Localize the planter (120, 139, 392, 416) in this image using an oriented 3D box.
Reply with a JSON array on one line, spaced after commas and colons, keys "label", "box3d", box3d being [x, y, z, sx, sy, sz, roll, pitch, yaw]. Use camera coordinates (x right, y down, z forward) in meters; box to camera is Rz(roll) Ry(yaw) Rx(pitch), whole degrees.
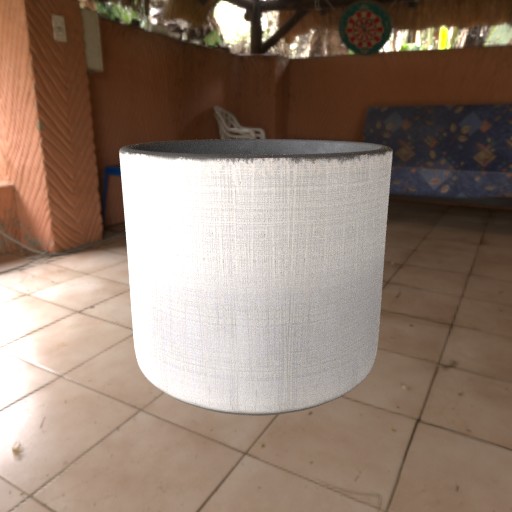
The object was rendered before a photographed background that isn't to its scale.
[{"label": "planter", "box3d": [0.000, 0.000, 0.453, 0.254, 0.221, 0.254, 0, 17, 0]}]
